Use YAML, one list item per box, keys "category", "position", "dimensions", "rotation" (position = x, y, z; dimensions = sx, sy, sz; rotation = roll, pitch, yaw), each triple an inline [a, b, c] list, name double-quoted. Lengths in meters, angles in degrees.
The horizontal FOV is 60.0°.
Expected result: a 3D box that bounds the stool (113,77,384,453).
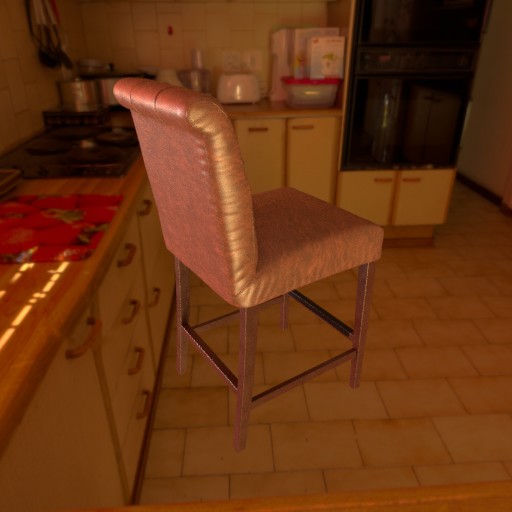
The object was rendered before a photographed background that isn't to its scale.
- category: "stool"
  position: [0.000, 0.000, 1.439]
  dimensions: [0.660, 1.084, 0.486]
  rotation: [-17, 32, -30]
